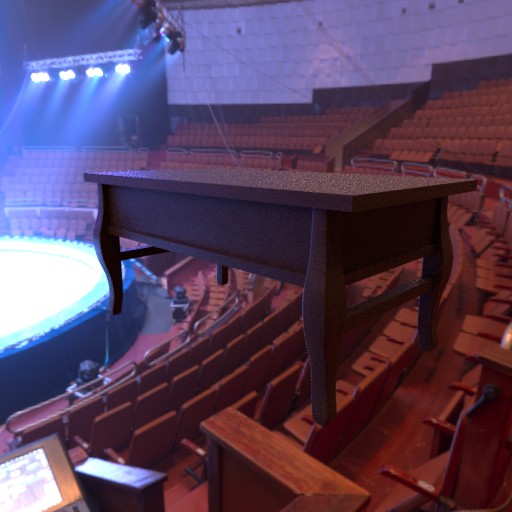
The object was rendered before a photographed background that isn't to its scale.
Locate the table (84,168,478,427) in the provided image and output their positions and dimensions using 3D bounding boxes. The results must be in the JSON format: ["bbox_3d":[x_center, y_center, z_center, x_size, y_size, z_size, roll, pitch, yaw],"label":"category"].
[{"bbox_3d":[0.000,0.000,1.384,0.600,0.494,1.062,-13,19,-43],"label":"table"}]
